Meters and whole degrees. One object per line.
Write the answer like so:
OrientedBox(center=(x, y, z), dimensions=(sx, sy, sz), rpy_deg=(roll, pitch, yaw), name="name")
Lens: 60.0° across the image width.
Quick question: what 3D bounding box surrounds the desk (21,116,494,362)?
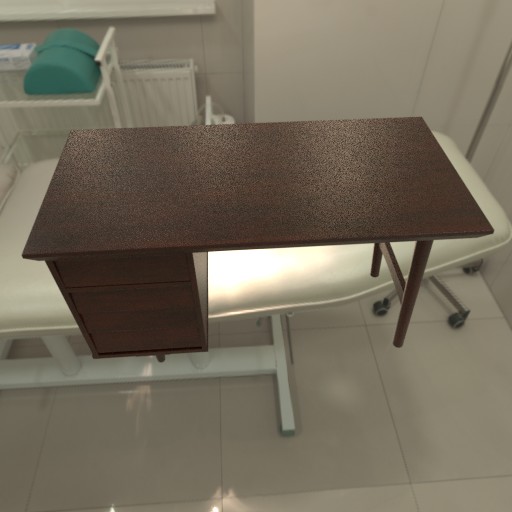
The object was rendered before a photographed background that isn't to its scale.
OrientedBox(center=(0.000, 0.000, 1.676), dimensions=(1.277, 0.758, 0.612), rpy_deg=(-3, 47, -3), name="desk")
